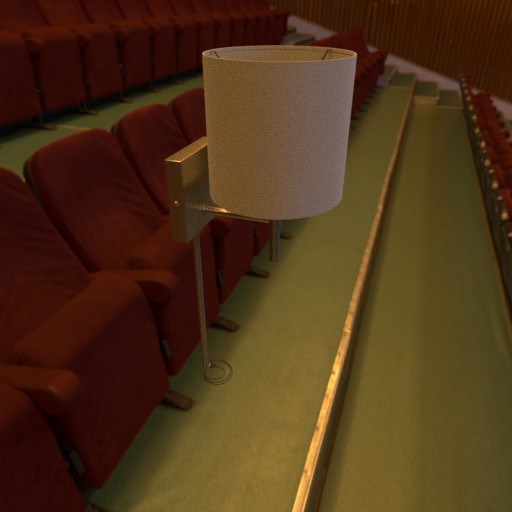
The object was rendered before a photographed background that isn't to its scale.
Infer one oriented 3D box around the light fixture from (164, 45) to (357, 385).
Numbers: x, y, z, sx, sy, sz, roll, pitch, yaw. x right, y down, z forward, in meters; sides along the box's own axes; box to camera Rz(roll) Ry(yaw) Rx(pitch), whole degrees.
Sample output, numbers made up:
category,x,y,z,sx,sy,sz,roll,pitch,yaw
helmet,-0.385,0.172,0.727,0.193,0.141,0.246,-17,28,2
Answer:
category,x,y,z,sx,sy,sz,roll,pitch,yaw
light fixture,0.000,0.000,0.701,0.248,0.589,0.188,10,31,16
